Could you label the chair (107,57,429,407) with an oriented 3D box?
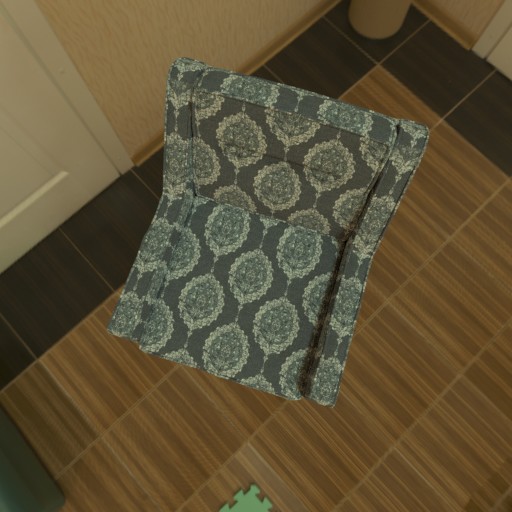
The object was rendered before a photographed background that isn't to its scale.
[{"bbox_3d":[0.000,0.000,1.342,0.663,0.792,0.743,17,77,4],"label":"chair"}]
